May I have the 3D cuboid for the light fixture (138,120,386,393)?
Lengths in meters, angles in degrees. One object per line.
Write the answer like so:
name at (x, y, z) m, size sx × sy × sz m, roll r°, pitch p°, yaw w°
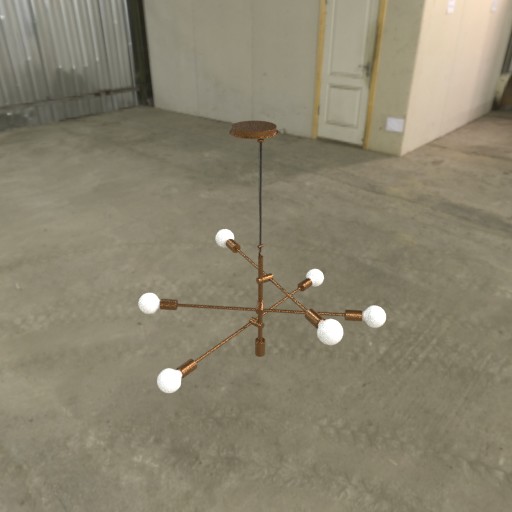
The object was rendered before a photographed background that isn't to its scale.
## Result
light fixture at (0.000, 0.000, 1.278) m, size 0.682 × 0.744 × 0.637 m, roll -10°, pitch 32°, yaw -17°
